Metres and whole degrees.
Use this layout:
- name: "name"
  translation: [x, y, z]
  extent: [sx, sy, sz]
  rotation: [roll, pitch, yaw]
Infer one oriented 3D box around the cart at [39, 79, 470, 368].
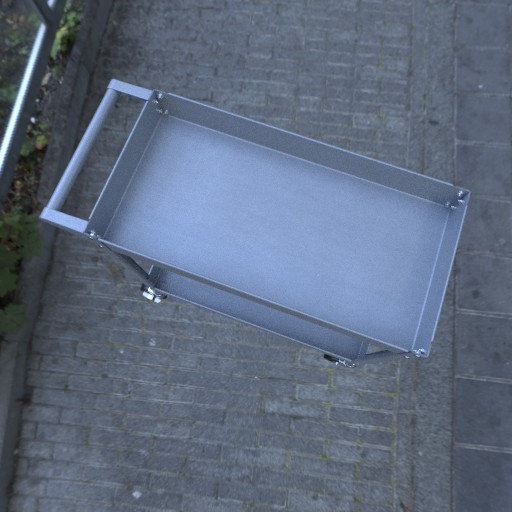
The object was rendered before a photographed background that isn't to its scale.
- name: "cart"
  translation: [0.000, 0.000, 1.192]
  extent: [0.779, 0.719, 0.366]
  rotation: [19, 76, 5]
